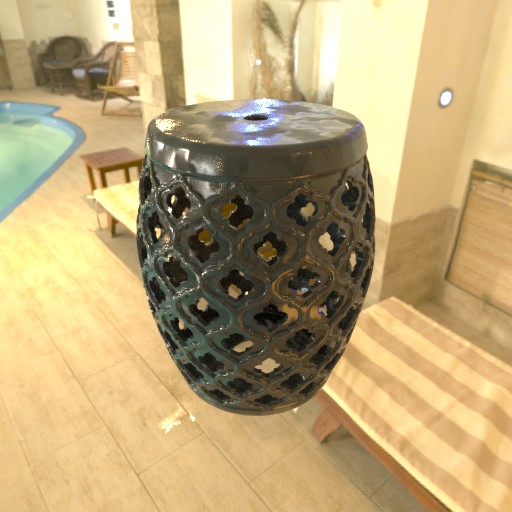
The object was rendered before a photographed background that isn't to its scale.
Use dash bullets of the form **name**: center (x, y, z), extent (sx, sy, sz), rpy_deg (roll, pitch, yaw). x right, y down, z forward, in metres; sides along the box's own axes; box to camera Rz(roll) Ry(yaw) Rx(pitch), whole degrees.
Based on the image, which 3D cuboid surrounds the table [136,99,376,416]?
- **table**: center (0.000, 0.000, 0.636), extent (0.325, 0.388, 0.325), rpy_deg (0, 30, 0)
